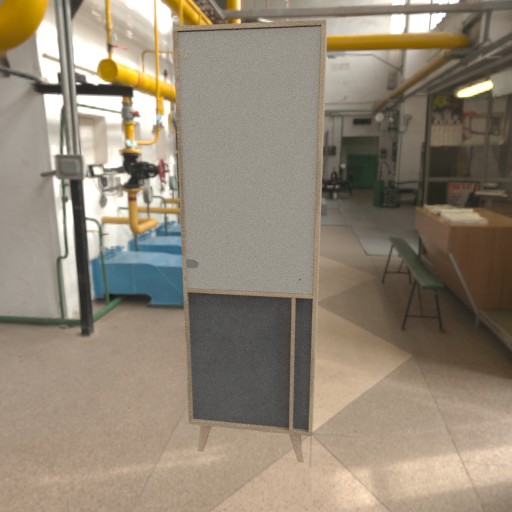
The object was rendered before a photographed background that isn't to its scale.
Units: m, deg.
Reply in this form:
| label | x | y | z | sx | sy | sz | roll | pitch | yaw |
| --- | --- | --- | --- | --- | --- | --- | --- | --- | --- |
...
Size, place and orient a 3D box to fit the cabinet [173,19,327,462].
| label | x | y | z | sx | sy | sz | roll | pitch | yaw |
| --- | --- | --- | --- | --- | --- | --- | --- | --- | --- |
| cabinet | 0.000 | 0.000 | 2.032 | 0.570 | 1.850 | 0.400 | 2 | 14 | 9 |
